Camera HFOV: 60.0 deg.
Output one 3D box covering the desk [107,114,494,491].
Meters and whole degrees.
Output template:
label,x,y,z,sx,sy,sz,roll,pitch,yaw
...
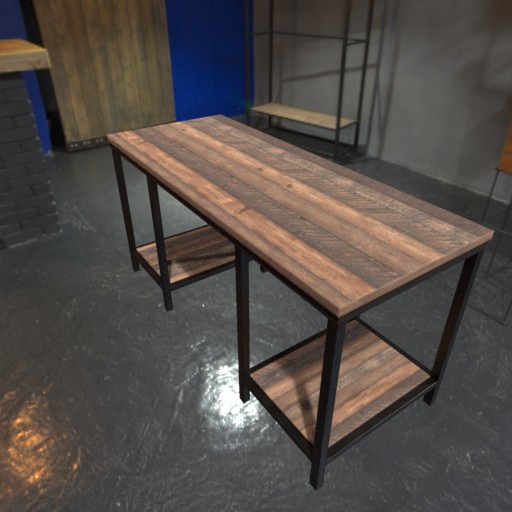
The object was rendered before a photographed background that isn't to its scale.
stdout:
label,x,y,z,sx,sy,sz,roll,pitch,yaw
desk,0.000,0.000,1.875,0.617,0.753,1.538,-21,38,-29
